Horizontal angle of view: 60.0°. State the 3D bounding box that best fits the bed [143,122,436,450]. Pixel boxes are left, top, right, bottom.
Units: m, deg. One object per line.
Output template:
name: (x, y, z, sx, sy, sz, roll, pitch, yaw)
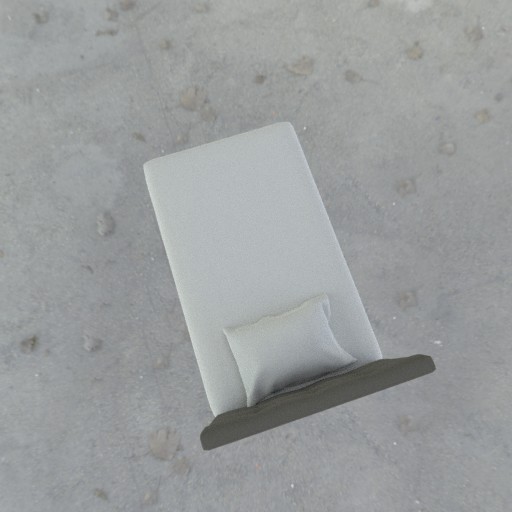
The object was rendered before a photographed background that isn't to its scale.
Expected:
bed: (0.000, 0.000, 3.000, 1.261, 1.571, 1.997, -17, 76, -5)
